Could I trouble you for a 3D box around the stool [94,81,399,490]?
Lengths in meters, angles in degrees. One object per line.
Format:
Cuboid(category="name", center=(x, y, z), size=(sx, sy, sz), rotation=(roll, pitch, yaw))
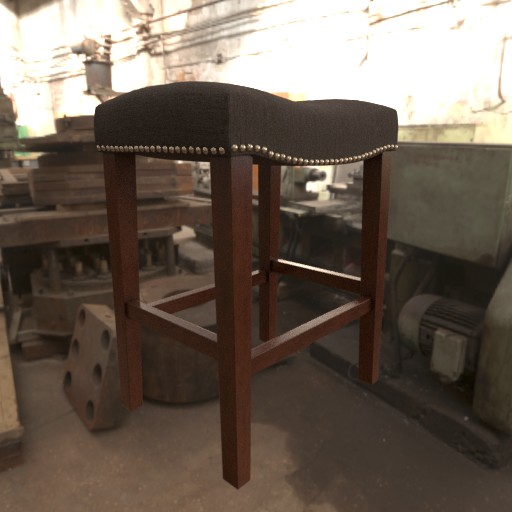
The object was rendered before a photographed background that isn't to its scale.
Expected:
Cuboid(category="stool", center=(0.000, 0.000, 0.944), size=(0.372, 0.654, 0.504), rotation=(13, 19, 41))
